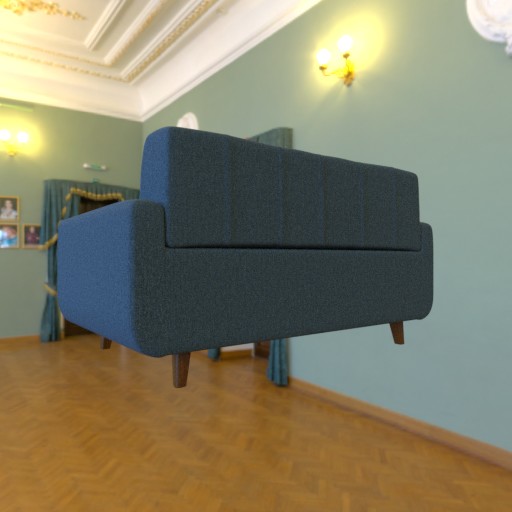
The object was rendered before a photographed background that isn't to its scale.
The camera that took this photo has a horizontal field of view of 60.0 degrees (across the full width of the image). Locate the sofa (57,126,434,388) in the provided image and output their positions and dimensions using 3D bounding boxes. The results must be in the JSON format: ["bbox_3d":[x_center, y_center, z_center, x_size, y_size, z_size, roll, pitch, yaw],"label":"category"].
[{"bbox_3d":[0.000,0.000,2.207,1.651,0.896,0.942,0,0,-37],"label":"sofa"}]
